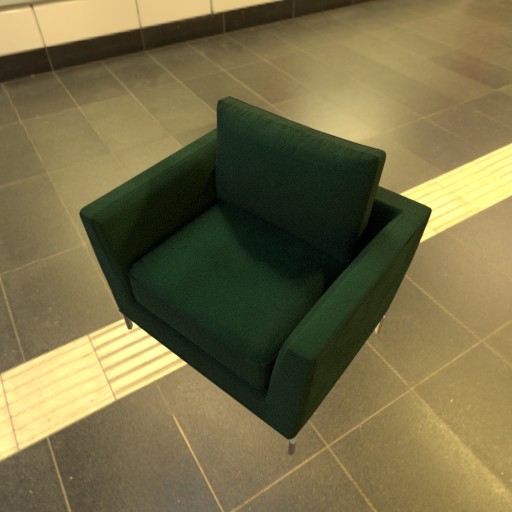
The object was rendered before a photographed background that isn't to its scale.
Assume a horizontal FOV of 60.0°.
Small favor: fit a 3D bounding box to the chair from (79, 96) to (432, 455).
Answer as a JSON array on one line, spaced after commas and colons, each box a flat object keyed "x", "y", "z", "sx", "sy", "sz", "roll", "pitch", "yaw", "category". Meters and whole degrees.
[{"x": 0.000, "y": 0.000, "z": 1.832, "sx": 1.047, "sy": 0.997, "sz": 0.852, "roll": 29, "pitch": 52, "yaw": 26, "category": "chair"}]
